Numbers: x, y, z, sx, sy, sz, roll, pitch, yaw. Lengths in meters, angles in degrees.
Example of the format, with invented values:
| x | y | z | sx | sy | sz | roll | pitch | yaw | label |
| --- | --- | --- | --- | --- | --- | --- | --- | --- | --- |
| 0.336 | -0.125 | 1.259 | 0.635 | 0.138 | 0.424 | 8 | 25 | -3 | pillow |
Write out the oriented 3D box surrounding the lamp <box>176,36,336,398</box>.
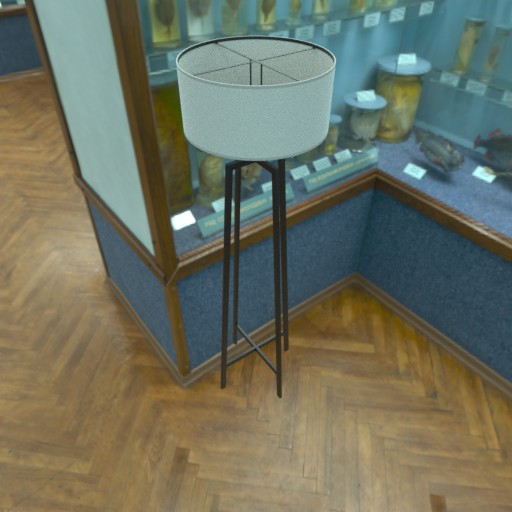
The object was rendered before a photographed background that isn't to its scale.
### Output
| x | y | z | sx | sy | sz | roll | pitch | yaw | label |
| --- | --- | --- | --- | --- | --- | --- | --- | --- | --- |
| 0.000 | 0.000 | 1.771 | 0.456 | 1.510 | 0.457 | -25 | 46 | -26 | lamp |
